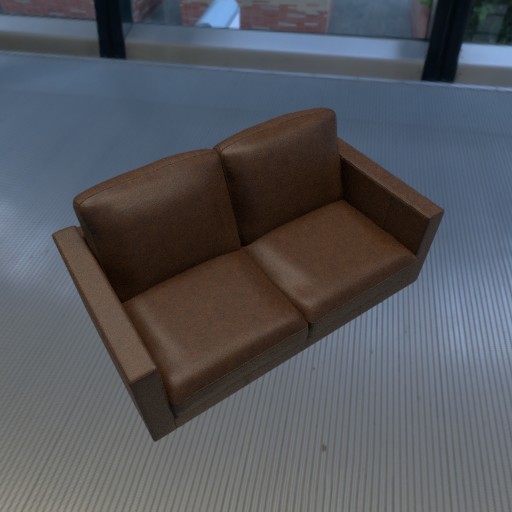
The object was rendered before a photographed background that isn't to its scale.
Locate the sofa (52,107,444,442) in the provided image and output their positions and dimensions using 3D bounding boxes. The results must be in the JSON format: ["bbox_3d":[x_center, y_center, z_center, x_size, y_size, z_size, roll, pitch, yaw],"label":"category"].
[{"bbox_3d":[0.000,0.000,2.154,1.578,0.951,0.909,-26,52,-22],"label":"sofa"}]
